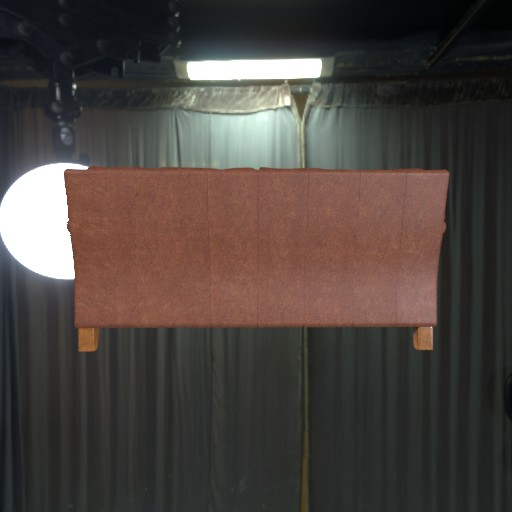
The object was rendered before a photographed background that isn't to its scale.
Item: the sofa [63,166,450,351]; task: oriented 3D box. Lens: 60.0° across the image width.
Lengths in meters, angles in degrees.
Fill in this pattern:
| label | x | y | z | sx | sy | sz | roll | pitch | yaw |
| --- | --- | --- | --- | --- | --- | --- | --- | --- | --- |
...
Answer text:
| label | x | y | z | sx | sy | sz | roll | pitch | yaw |
| --- | --- | --- | --- | --- | --- | --- | --- | --- | --- |
| sofa | 0.000 | 0.000 | 2.875 | 2.144 | 1.071 | 1.147 | 0 | 0 | -1 |
